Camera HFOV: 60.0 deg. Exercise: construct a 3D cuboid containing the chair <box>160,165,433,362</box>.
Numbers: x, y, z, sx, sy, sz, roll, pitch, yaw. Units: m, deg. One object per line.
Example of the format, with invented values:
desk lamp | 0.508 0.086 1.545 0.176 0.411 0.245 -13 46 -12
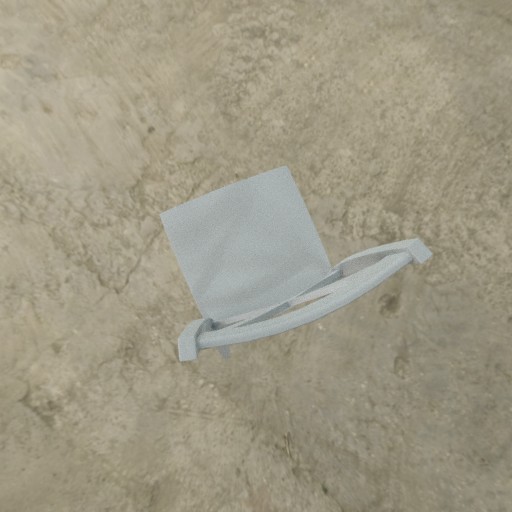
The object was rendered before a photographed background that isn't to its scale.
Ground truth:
chair | 0.000 0.000 1.306 0.485 0.983 0.542 -22 76 -6
